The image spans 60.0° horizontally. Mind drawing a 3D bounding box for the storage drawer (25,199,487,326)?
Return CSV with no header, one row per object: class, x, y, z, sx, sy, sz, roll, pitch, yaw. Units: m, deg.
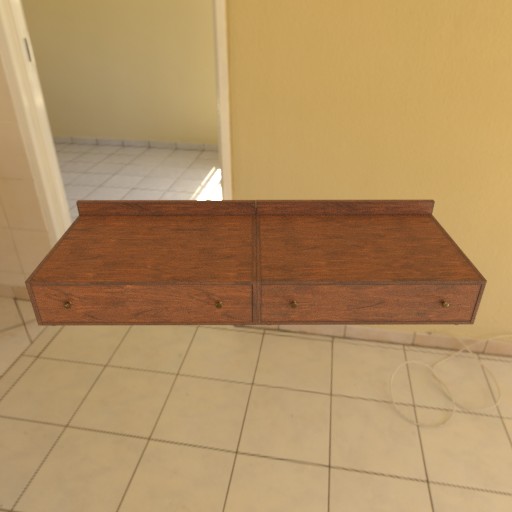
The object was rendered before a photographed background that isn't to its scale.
storage drawer,0.000,0.000,2.196,1.914,0.339,0.774,0,30,0
